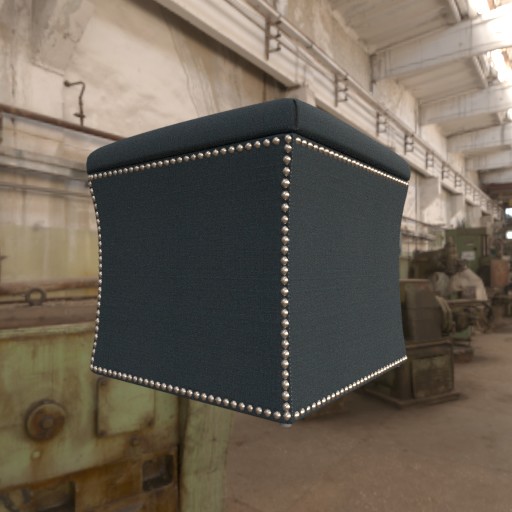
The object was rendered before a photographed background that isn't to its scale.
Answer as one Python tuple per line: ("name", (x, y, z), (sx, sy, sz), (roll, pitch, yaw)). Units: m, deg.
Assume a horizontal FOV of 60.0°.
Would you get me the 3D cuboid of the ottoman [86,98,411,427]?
("ottoman", (0.000, 0.000, 0.915), (0.507, 0.475, 0.497), (0, -1, 37))
